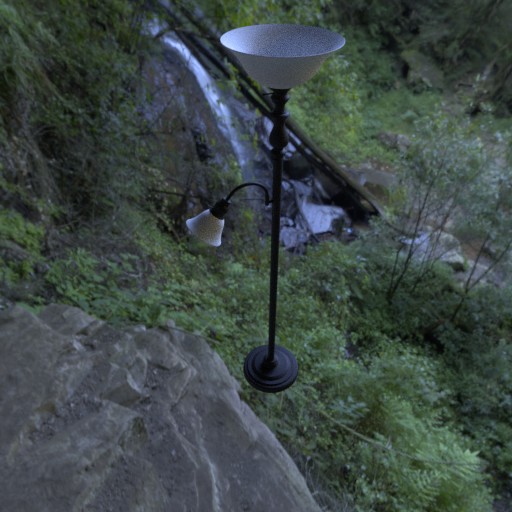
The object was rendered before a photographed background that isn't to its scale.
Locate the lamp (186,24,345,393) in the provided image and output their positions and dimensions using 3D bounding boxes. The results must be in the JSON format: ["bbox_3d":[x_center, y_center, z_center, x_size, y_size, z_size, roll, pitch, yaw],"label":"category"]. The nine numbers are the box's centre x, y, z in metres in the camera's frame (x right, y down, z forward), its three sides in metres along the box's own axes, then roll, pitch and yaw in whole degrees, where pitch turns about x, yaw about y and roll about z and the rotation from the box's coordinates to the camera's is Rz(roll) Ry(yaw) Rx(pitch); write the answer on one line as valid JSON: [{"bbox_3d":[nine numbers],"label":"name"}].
[{"bbox_3d":[0.000,0.000,1.995,0.588,1.793,0.405,-13,42,-15],"label":"lamp"}]
